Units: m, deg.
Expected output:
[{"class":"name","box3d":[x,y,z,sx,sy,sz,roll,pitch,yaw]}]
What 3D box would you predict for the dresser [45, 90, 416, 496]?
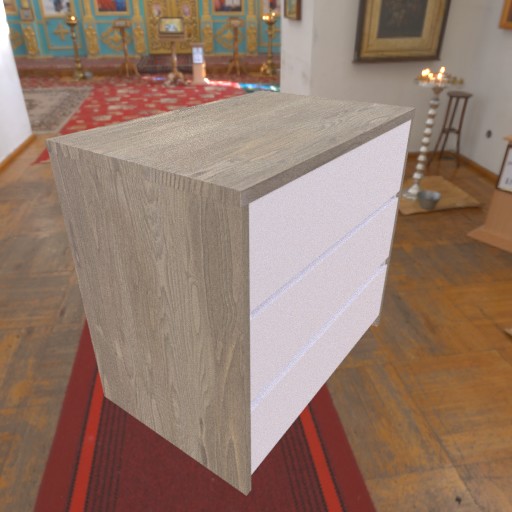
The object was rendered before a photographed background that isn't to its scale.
[{"class":"dresser","box3d":[0.000,0.000,1.284,0.529,0.762,0.809,19,34,31]}]
